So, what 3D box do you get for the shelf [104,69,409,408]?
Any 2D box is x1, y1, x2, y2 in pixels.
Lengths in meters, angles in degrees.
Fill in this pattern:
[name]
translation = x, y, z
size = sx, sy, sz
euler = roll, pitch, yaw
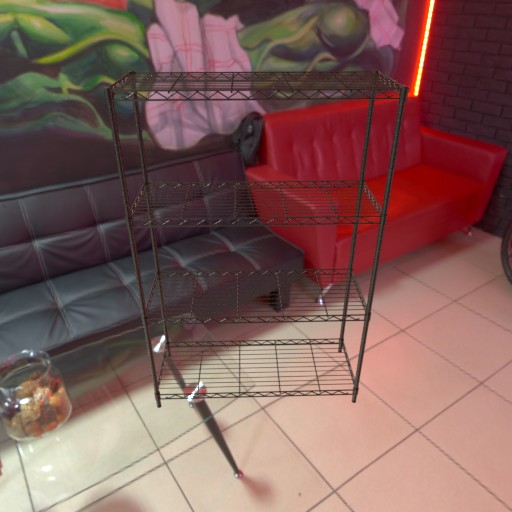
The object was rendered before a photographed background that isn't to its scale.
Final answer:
[shelf]
translation = 0.000, 0.000, 1.803
size = 0.907, 1.361, 0.352
euler = -1, 31, -2
